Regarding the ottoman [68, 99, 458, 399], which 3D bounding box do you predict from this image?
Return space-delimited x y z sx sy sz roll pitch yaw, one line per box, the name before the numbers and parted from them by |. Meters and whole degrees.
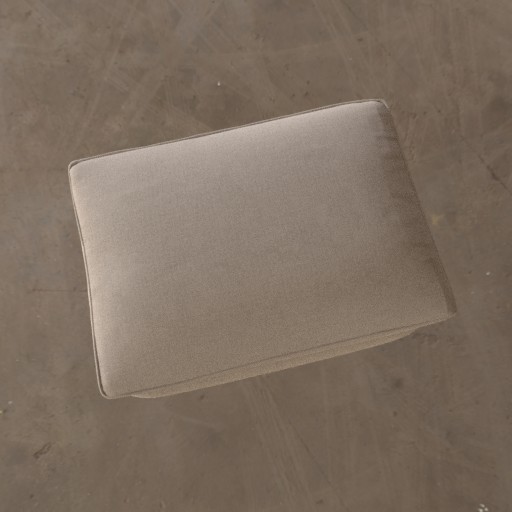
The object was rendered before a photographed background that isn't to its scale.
ottoman | 0.000 0.000 0.983 0.665 0.456 0.501 -13 76 -3
